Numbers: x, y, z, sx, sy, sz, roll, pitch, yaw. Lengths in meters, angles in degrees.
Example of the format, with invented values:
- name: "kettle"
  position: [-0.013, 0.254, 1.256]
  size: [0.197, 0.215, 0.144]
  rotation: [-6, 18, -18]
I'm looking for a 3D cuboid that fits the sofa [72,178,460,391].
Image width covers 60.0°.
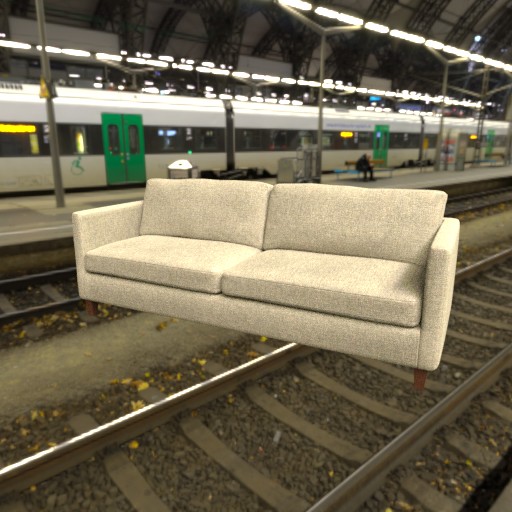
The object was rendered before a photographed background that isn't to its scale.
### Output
- name: "sofa"
  position: [0.000, 0.000, 2.980]
  size: [2.434, 0.951, 0.948]
  rotation: [7, 16, 25]
